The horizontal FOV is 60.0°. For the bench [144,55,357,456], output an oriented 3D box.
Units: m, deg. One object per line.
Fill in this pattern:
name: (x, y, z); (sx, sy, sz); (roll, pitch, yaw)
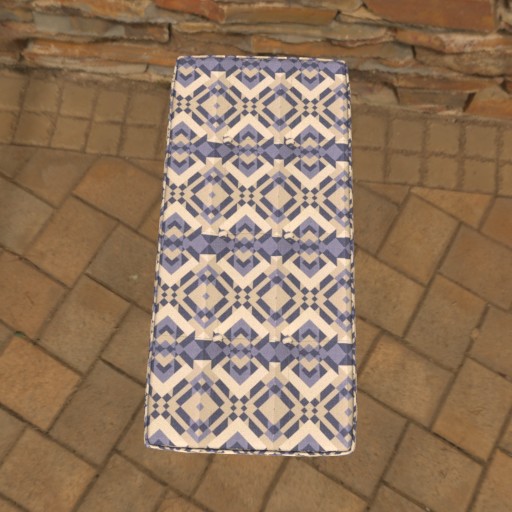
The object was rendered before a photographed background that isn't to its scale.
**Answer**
bench: (0.000, 0.000, 1.306); (0.492, 0.477, 1.016); (2, 77, 0)
